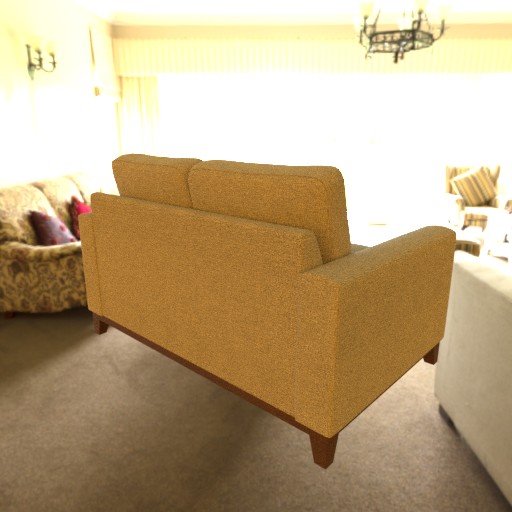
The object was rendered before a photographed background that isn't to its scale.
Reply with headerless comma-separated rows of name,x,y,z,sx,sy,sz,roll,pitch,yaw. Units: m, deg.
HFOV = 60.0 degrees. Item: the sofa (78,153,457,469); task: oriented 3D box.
sofa,0.000,0.000,1.966,1.420,0.873,0.917,14,21,40
